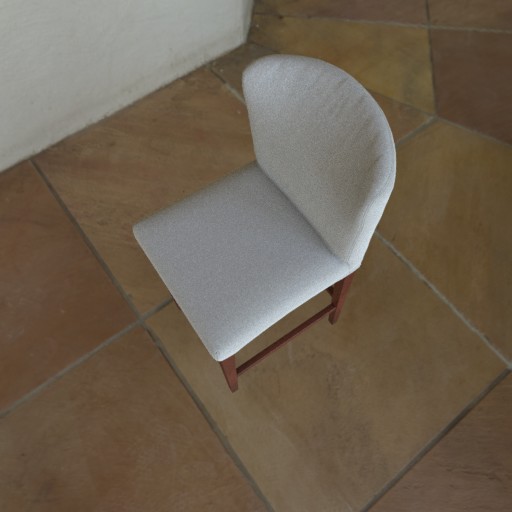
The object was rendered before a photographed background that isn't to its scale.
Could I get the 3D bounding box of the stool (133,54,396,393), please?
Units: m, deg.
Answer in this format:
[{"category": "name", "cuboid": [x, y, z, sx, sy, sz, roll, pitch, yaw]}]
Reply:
[{"category": "stool", "cuboid": [0.000, 0.000, 1.375, 0.568, 1.069, 0.479, -32, 68, -15]}]
